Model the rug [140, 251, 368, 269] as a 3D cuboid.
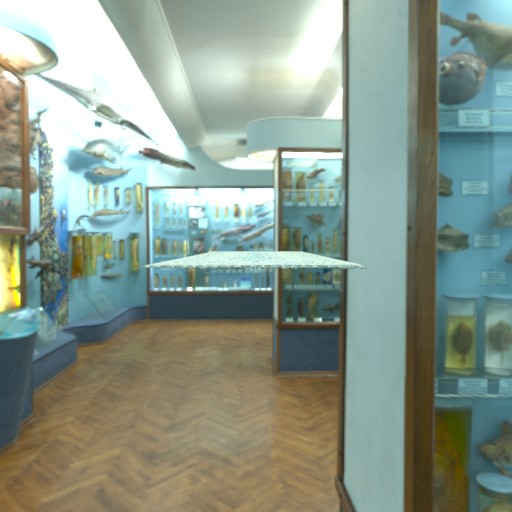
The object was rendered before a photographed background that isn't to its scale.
[{"bbox_3d":[0.000,0.000,2.710,0.774,0.011,2.449,0,2,0],"label":"rug"}]
